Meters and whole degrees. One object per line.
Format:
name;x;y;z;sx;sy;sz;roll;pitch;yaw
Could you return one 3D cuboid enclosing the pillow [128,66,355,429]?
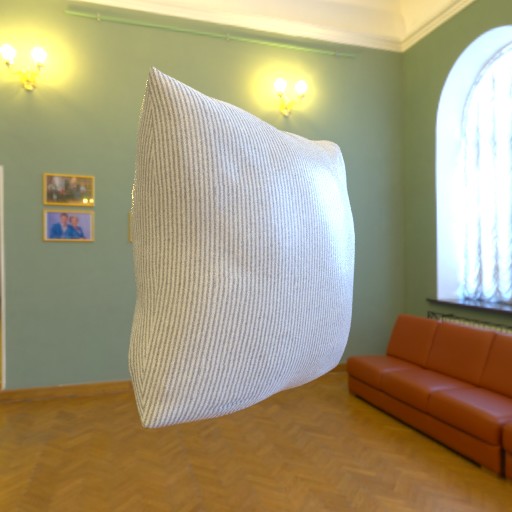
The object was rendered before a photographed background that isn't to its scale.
pillow;0.000;0.000;0.684;0.387;0.432;0.310;0;0;-19
